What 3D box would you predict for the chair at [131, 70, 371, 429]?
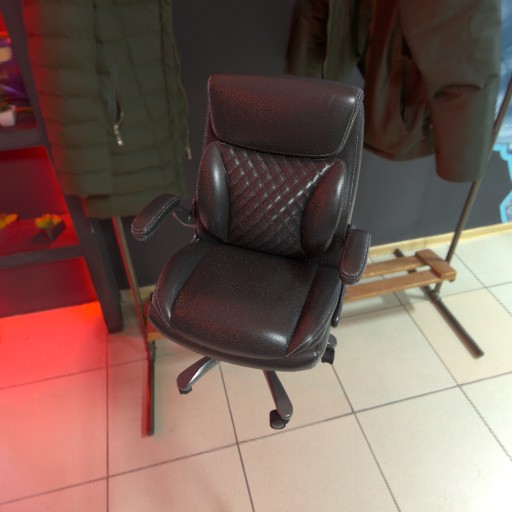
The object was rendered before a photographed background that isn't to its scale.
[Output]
[{"bbox_3d":[0.000,0.000,1.632,0.782,1.110,0.724,12,42,13],"label":"chair"}]
